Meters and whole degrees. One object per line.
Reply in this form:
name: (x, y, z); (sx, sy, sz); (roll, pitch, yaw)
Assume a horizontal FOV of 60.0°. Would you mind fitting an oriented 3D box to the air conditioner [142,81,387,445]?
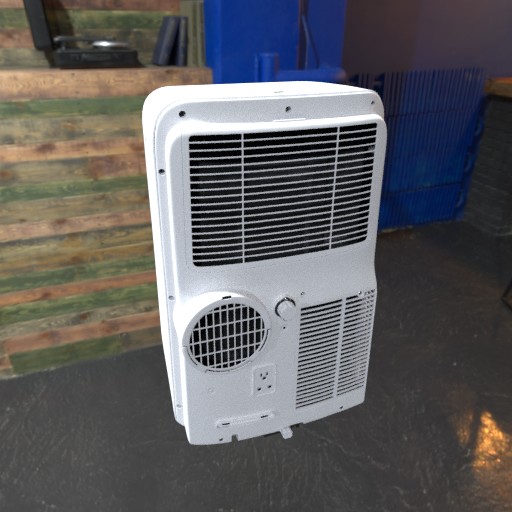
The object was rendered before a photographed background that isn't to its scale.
air conditioner: (0.000, 0.000, 1.050); (0.478, 0.765, 0.467); (-9, 29, -16)
